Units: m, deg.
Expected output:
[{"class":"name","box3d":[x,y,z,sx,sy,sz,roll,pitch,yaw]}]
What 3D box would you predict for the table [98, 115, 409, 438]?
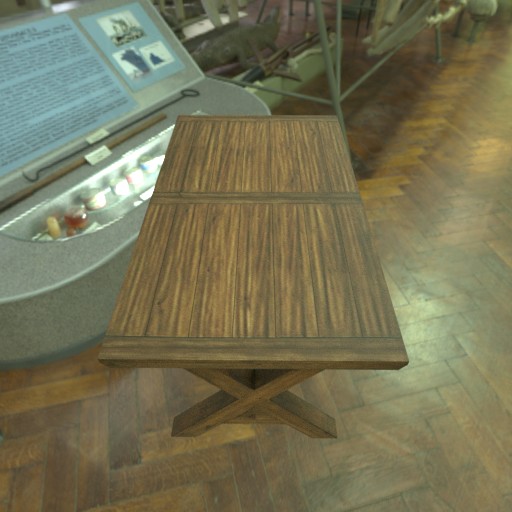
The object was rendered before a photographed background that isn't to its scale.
[{"class":"table","box3d":[0.000,0.000,2.519,1.071,0.793,1.966,0,42,0]}]
